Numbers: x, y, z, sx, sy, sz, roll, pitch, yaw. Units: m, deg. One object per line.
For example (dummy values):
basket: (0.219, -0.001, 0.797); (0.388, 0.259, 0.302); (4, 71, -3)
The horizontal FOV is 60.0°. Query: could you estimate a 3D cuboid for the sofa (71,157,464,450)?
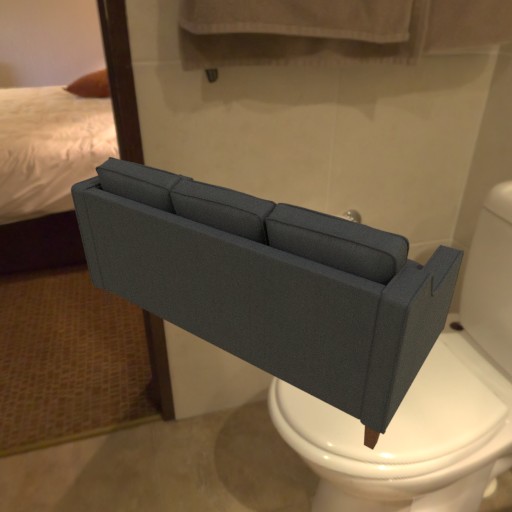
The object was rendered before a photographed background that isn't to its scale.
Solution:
sofa: (0.000, 0.000, 2.522); (1.986, 0.974, 0.911); (20, 35, 31)
